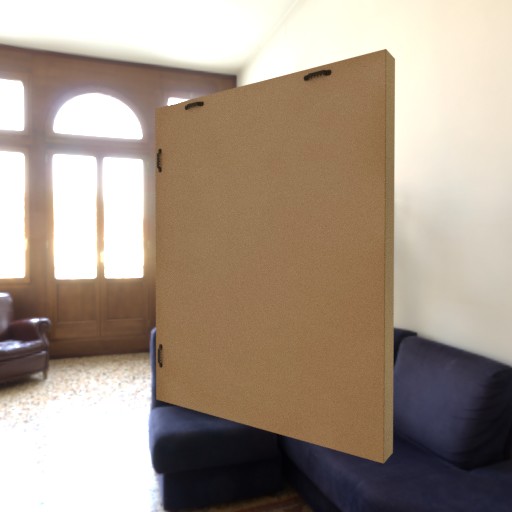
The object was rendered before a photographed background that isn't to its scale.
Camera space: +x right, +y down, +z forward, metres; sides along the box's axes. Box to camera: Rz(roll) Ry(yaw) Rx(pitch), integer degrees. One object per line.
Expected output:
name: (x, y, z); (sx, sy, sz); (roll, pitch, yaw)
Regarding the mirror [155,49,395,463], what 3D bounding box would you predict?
mirror: (0.000, 0.000, 0.670); (0.405, 0.508, 0.041); (1, 1, 35)
